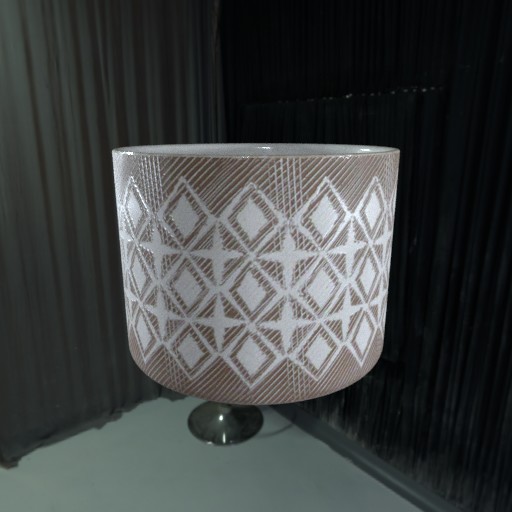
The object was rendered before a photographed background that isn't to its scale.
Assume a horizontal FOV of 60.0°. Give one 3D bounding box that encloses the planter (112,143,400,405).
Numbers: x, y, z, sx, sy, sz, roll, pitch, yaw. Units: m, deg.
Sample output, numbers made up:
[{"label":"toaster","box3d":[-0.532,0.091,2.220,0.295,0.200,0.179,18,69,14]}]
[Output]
[{"label":"planter","box3d":[0.000,0.000,0.218,0.126,0.104,0.126,0,16,0]}]
